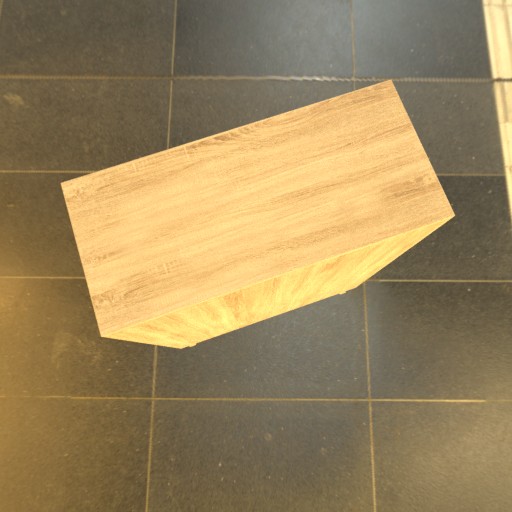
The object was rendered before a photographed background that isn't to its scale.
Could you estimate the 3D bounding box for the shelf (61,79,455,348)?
[{"bbox_3d":[0.000,0.000,1.902,1.000,1.390,0.450,-19,78,-4],"label":"shelf"}]
